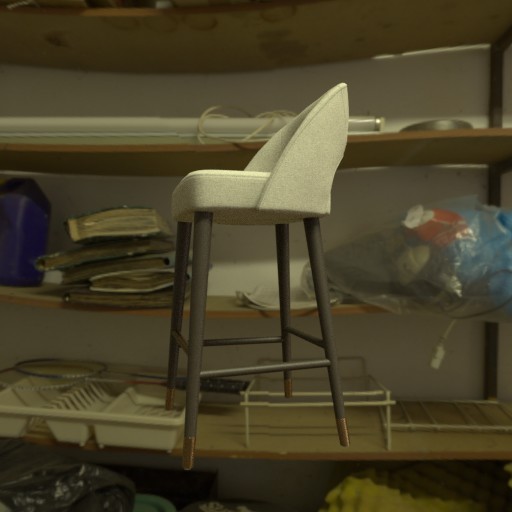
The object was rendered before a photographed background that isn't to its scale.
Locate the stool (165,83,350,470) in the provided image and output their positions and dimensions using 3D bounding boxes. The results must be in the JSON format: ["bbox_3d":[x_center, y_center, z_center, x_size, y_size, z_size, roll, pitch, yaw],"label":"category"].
[{"bbox_3d":[0.000,0.000,1.359,0.509,1.037,0.494,0,0,-17],"label":"stool"}]
